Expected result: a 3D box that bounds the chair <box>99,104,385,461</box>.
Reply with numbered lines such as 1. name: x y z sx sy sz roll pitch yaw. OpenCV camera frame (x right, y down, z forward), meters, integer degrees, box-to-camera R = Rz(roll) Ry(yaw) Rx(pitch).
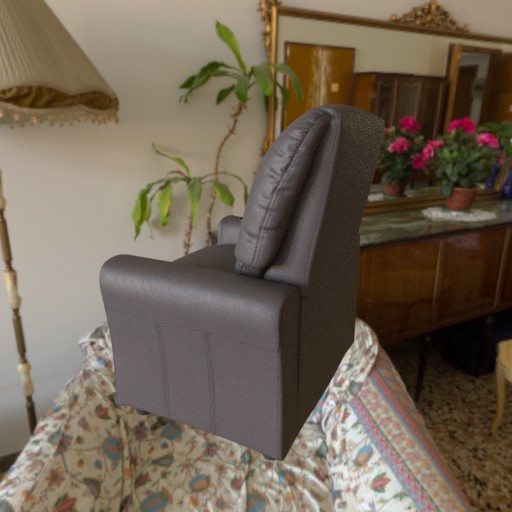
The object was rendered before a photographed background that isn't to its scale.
1. chair: 0.000 0.000 1.111 0.521 0.709 0.610 8 18 25
